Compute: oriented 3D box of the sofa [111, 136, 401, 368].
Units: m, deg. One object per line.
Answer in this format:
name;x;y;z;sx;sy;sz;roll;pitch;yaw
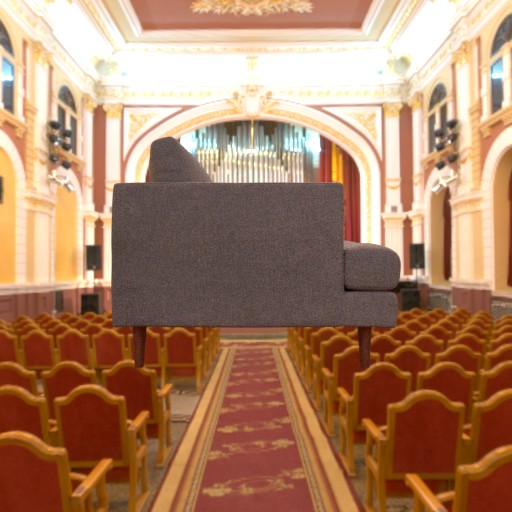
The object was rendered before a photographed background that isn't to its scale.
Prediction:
sofa;0.000;0.000;2.511;1.020;0.868;1.948;0;-2;0
